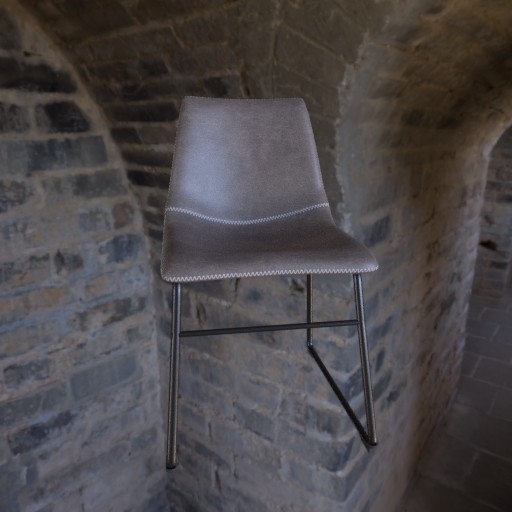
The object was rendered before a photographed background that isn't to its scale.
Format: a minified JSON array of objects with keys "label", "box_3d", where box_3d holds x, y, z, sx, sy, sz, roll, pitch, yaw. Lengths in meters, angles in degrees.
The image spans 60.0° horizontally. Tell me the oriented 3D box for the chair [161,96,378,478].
[{"label":"chair","box_3d":[0.000,0.000,1.091,0.460,0.780,0.550,-2,15,-9]}]
